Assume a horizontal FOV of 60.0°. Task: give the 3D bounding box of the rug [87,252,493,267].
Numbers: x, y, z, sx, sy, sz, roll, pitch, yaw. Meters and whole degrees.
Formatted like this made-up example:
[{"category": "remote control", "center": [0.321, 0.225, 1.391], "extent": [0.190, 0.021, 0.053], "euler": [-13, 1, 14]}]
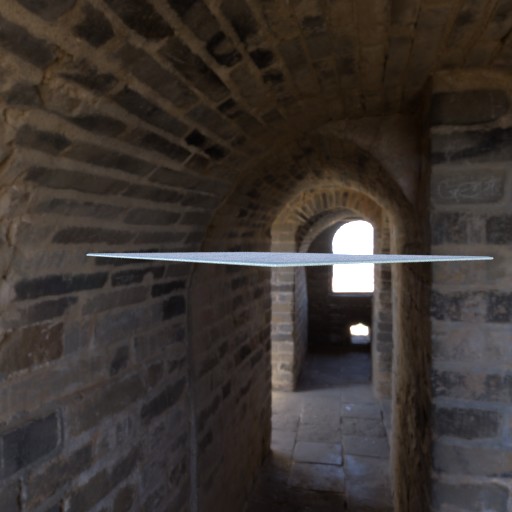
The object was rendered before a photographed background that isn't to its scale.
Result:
[{"category": "rug", "center": [0.000, 0.000, 3.453], "extent": [1.819, 0.018, 2.746], "euler": [-1, 2, -36]}]
